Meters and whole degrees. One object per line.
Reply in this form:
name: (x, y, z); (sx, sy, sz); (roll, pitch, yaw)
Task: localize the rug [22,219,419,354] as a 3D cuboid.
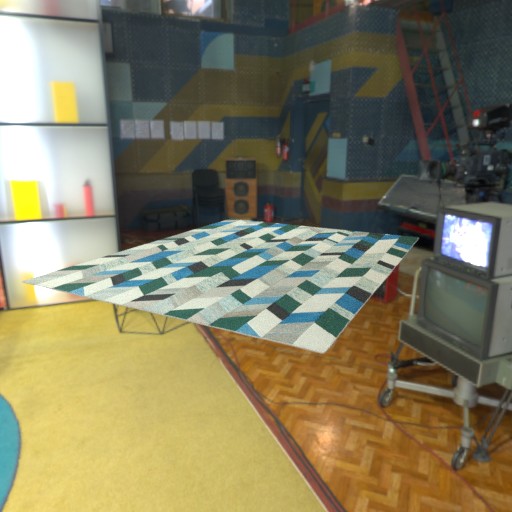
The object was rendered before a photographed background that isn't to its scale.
rug: (0.000, 0.000, 4.114); (2.440, 0.008, 3.036); (8, 17, 27)
